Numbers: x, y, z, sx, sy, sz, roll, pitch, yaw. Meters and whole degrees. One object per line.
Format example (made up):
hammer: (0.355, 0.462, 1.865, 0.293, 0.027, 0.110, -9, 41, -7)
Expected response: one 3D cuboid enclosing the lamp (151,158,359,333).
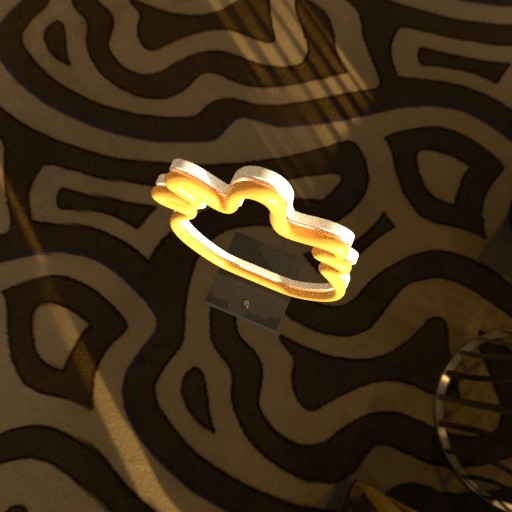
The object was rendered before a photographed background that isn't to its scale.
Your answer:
lamp: (0.000, 0.000, 0.386, 0.167, 0.317, 0.088, 22, 78, 5)
